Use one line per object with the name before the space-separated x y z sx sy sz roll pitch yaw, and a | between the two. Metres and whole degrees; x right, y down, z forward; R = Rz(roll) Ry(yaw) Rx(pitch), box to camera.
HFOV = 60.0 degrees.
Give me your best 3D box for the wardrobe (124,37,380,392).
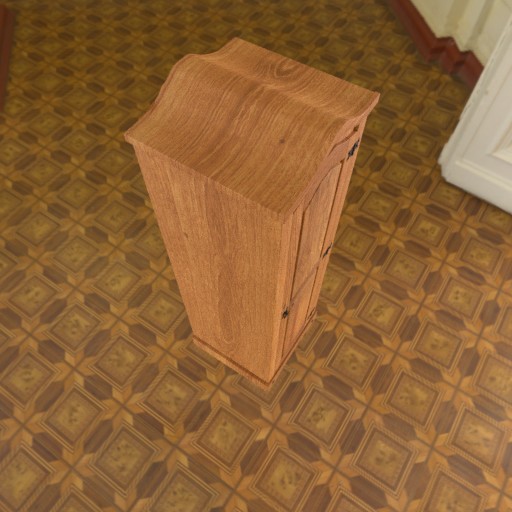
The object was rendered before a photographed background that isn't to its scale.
wardrobe | 0.000 0.000 2.107 0.570 1.870 0.590 29 63 17
